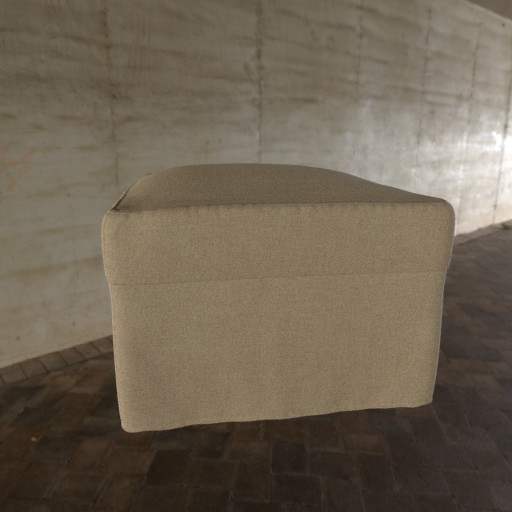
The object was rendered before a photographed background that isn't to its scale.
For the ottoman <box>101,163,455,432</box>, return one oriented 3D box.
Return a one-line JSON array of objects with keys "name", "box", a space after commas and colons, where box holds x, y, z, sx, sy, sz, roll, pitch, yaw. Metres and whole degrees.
[{"name": "ottoman", "box": [0.000, 0.000, 1.208, 0.650, 0.485, 0.833, -2, 15, -8]}]
